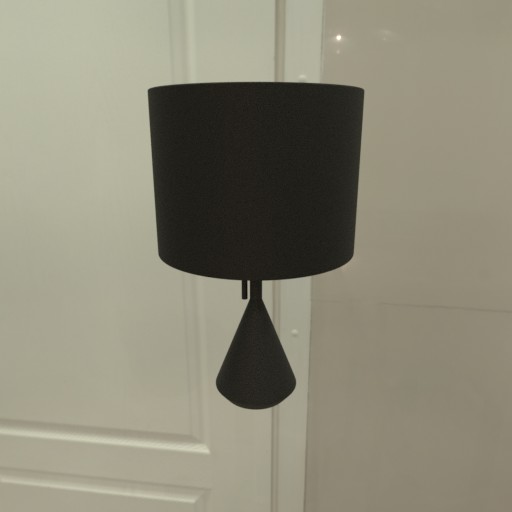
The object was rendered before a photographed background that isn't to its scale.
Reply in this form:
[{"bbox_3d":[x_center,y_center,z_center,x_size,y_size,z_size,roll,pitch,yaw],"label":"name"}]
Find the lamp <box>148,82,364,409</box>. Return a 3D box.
[{"bbox_3d":[0.000,0.000,0.836,0.359,0.584,0.359,2,17,7],"label":"lamp"}]
